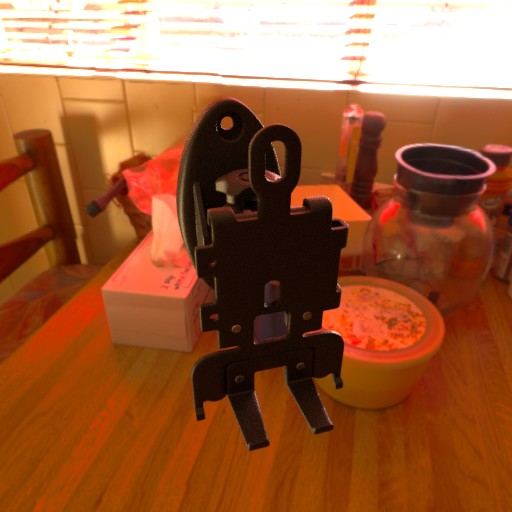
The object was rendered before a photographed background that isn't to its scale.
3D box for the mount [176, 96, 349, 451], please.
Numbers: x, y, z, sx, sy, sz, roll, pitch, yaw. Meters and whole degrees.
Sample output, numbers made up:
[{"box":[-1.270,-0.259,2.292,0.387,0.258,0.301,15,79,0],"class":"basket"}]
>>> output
[{"box":[0.000,0.000,0.183,0.066,0.118,0.100,-8,31,-14],"class":"mount"}]
